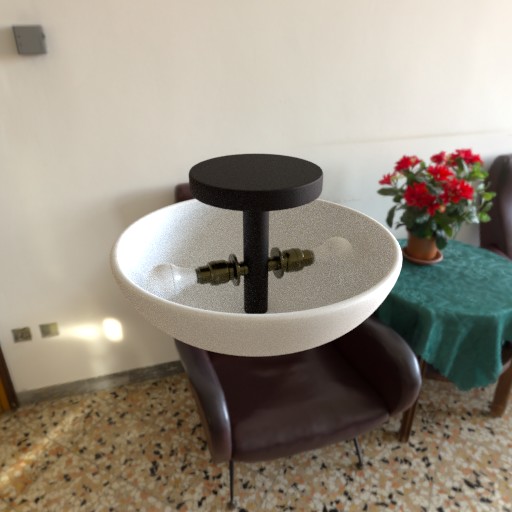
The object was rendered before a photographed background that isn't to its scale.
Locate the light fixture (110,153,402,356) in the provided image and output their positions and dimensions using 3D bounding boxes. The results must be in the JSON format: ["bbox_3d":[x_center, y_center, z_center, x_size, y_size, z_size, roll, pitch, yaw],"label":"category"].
[{"bbox_3d":[0.000,0.000,0.532,0.331,0.212,0.331,0,27,0],"label":"light fixture"}]
